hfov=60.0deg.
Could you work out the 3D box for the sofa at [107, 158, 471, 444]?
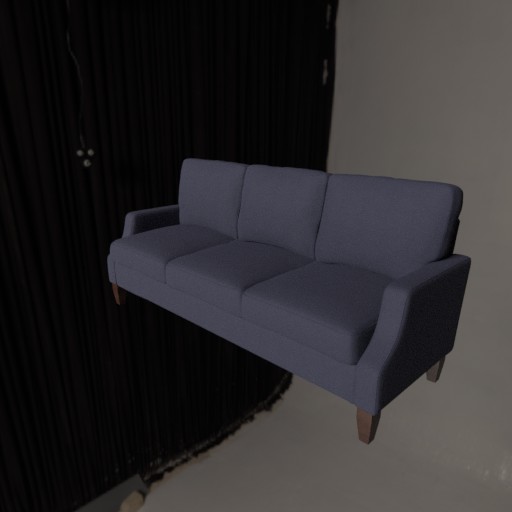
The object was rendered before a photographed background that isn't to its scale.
[{"bbox_3d":[0.000,0.000,2.587,2.115,0.984,0.888,16,23,42],"label":"sofa"}]
